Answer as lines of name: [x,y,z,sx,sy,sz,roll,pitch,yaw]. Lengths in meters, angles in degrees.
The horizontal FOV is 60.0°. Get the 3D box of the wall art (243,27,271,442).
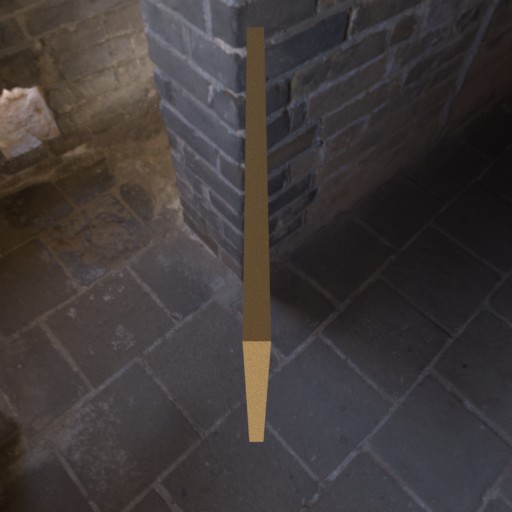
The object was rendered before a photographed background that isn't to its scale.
wall art: [0.000,0.000,2.874,0.099,1.926,1.926,0,58,0]
